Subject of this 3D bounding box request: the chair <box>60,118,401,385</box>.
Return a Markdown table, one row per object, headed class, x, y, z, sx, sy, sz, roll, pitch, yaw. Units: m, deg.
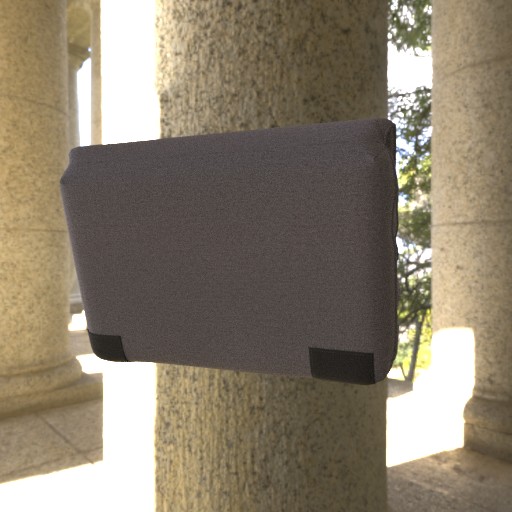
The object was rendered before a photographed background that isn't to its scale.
| class | x | y | z | sx | sy | sz | roll | pitch | yaw |
| --- | --- | --- | --- | --- | --- | --- | --- | --- | --- |
| chair | 0.000 | 0.000 | 1.315 | 0.820 | 0.580 | 0.780 | 0 | 0 | 19 |
